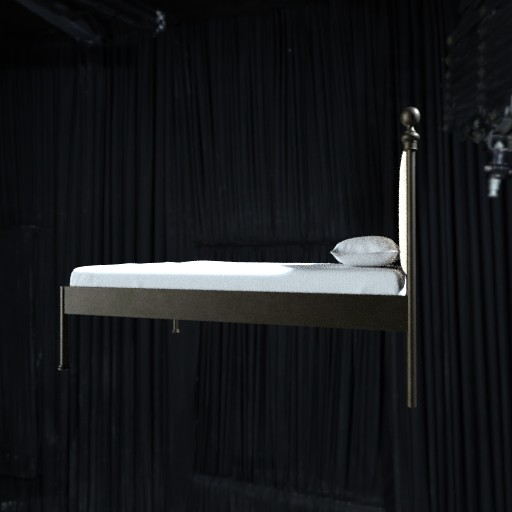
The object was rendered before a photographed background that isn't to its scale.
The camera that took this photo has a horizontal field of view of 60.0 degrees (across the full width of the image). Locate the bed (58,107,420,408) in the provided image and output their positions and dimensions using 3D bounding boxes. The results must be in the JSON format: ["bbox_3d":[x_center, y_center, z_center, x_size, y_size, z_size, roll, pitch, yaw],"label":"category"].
[{"bbox_3d":[0.000,0.000,3.178,2.170,1.462,1.533,0,0,19],"label":"bed"}]
